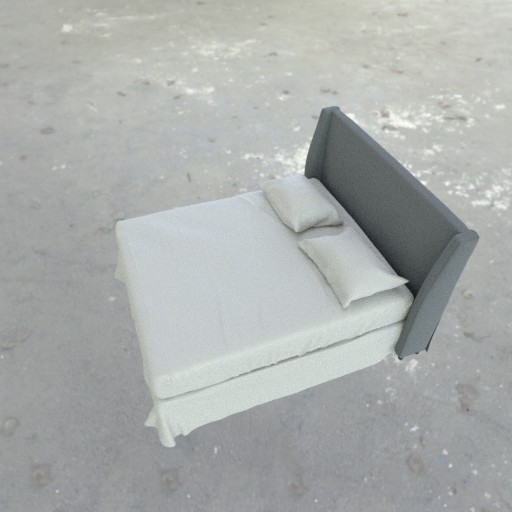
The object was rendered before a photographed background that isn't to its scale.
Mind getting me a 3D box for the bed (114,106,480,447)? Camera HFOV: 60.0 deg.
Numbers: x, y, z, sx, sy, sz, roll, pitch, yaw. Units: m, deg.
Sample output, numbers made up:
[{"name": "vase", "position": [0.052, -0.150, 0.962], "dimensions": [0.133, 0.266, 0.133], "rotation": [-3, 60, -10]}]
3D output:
[{"name": "bed", "position": [0.000, 0.000, 3.530], "dimensions": [2.276, 1.332, 1.925], "rotation": [-15, 46, -14]}]
